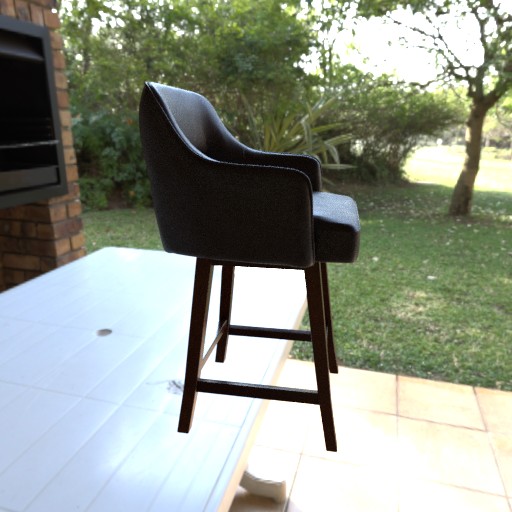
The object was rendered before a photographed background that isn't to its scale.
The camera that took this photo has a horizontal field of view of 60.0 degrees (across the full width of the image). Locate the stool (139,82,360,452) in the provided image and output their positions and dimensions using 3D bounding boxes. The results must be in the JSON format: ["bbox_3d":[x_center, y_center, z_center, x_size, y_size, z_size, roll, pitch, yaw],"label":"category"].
[{"bbox_3d":[0.000,0.000,1.281,0.560,0.936,0.550,3,16,10],"label":"stool"}]
